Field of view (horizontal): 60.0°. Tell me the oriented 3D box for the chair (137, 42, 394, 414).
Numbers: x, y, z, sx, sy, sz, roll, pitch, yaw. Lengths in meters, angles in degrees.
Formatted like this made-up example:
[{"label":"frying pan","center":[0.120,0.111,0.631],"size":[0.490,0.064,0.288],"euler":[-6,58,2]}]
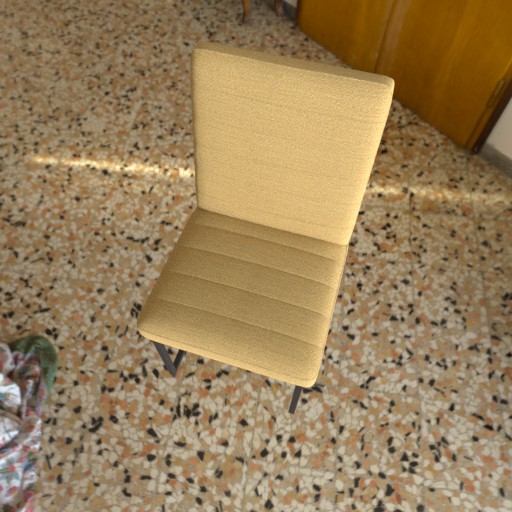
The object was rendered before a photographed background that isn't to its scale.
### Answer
[{"label":"chair","center":[0.000,0.000,1.322],"size":[0.520,0.930,0.634],"euler":[15,59,9]}]
